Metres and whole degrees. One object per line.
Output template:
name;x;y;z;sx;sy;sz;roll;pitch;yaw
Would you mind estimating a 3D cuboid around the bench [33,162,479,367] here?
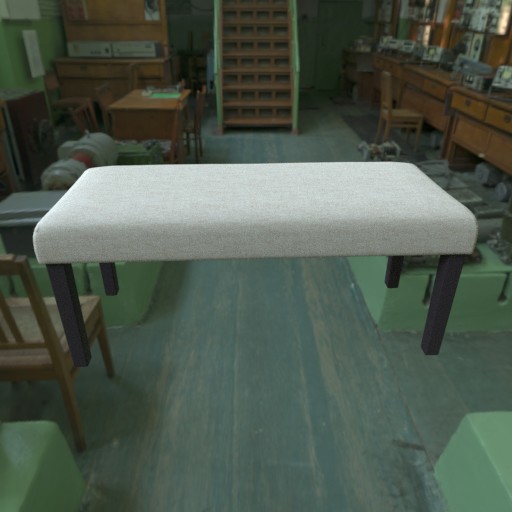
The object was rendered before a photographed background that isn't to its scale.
bench;0.000;0.000;1.251;1.013;0.456;0.407;-1;29;-2
